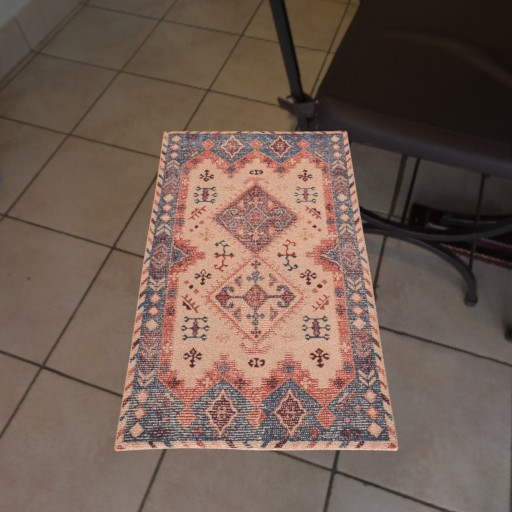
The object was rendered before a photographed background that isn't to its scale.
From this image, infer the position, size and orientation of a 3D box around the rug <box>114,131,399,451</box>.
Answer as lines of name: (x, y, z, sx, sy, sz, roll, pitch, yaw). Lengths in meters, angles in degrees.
rug: (0.000, 0.000, 3.023, 1.521, 0.023, 2.464, 0, 57, 0)
